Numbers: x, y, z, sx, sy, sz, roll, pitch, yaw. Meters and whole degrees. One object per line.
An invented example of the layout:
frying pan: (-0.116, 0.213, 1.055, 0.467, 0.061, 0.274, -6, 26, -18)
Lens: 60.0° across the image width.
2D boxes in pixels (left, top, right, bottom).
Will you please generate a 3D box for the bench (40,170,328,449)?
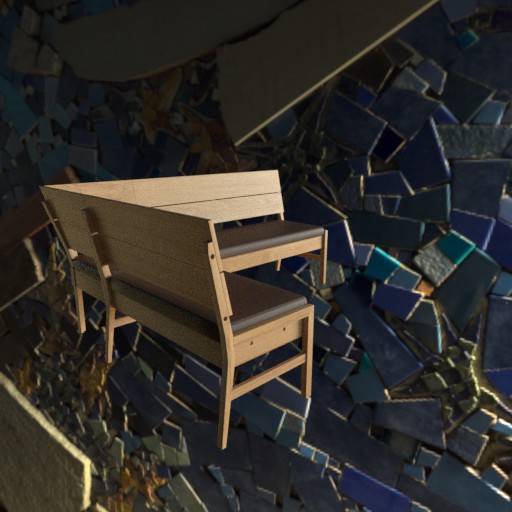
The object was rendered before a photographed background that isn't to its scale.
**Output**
bench: (0.000, 0.000, 2.747, 1.975, 0.890, 1.549, -14, 20, -43)
